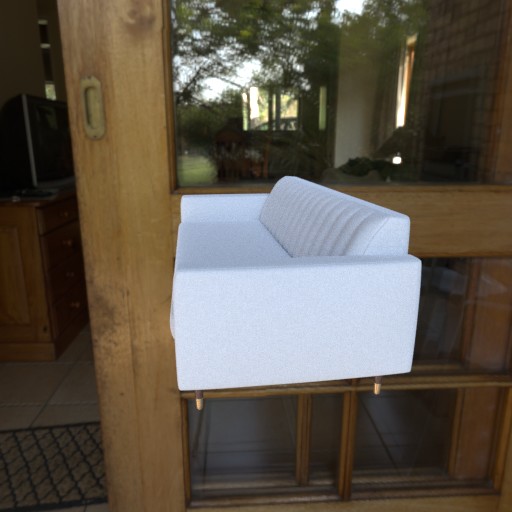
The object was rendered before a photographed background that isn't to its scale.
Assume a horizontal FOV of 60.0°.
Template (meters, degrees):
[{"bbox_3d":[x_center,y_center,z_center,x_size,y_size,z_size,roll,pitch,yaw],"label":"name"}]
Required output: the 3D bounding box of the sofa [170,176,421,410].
[{"bbox_3d":[0.000,0.000,2.767,0.990,0.821,2.291,-2,15,-8],"label":"sofa"}]
